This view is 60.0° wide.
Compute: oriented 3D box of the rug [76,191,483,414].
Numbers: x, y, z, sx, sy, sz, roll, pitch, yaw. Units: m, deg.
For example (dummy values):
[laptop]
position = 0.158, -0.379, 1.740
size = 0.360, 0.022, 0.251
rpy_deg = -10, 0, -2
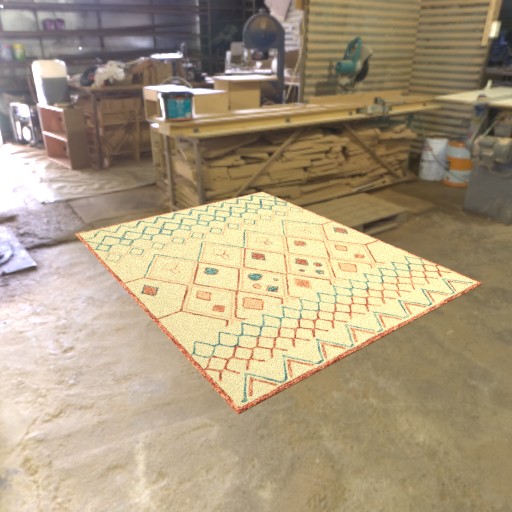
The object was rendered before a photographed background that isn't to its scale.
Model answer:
[rug]
position = 0.000, 0.000, 4.142
size = 2.441, 0.016, 3.050
rpy_deg = -18, 31, -32
